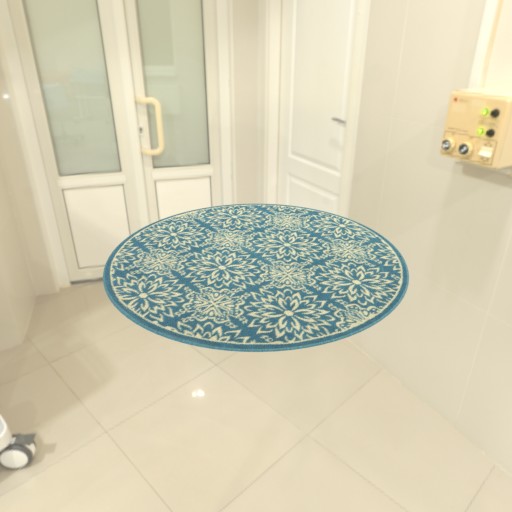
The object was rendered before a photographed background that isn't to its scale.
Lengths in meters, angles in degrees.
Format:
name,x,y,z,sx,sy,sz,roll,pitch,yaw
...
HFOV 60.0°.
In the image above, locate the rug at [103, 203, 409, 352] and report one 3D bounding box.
name,x,y,z,sx,sy,sz,roll,pitch,yaw
rug,0.000,0.000,2.411,1.593,0.012,1.593,0,27,0
